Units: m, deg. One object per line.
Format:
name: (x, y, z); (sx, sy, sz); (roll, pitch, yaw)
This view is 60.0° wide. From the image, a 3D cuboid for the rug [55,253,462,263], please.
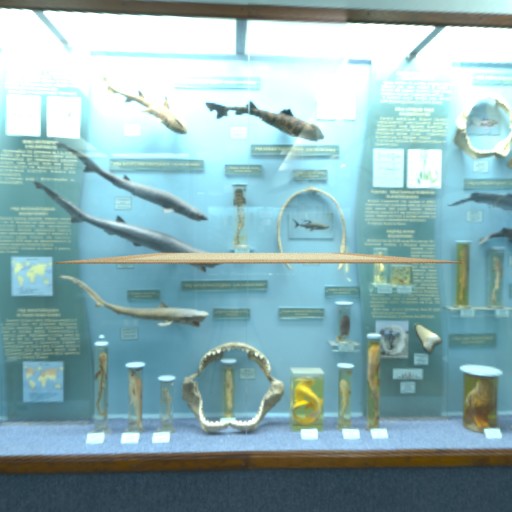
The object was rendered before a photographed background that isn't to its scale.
rug: (0.000, 0.000, 4.175); (2.438, 0.014, 3.048); (0, 1, -1)
